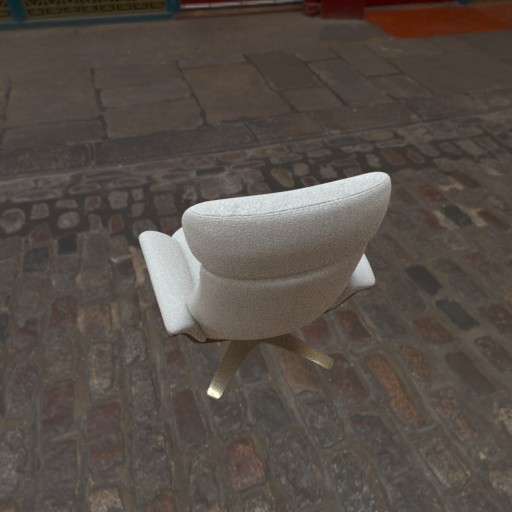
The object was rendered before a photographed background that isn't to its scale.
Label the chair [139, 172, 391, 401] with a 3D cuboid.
[{"bbox_3d":[0.000,0.000,1.606,0.785,0.995,0.837,-12,43,-13],"label":"chair"}]
